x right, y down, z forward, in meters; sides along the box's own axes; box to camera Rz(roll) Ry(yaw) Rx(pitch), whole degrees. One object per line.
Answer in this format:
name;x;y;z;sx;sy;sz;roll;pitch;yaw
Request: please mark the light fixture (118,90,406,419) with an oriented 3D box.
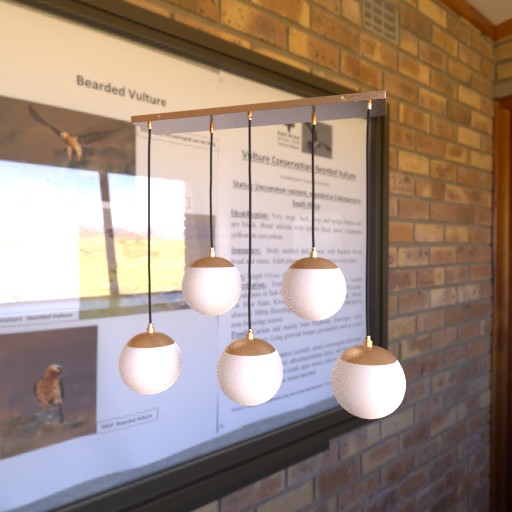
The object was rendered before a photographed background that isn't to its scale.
light fixture;0.000;0.000;1.348;0.863;0.869;0.299;0;1;17
